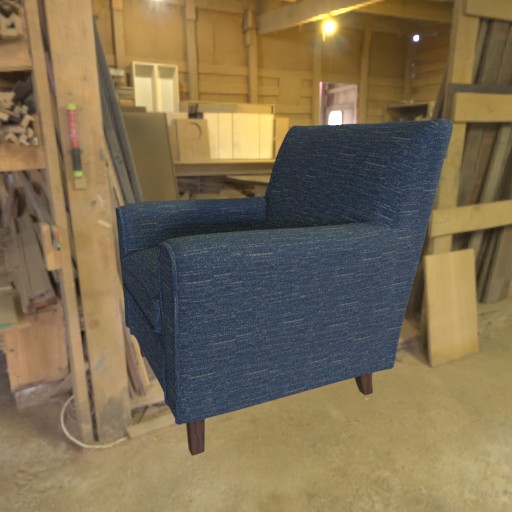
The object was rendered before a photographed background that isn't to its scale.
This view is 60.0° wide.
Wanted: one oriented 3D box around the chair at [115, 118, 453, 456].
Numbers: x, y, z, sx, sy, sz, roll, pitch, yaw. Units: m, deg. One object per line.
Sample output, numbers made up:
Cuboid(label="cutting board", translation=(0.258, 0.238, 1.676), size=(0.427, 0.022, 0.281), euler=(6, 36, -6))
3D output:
Cuboid(label="chair", translation=(0.000, 0.000, 1.590), size=(0.873, 0.928, 0.864), euler=(-7, 16, -25))
